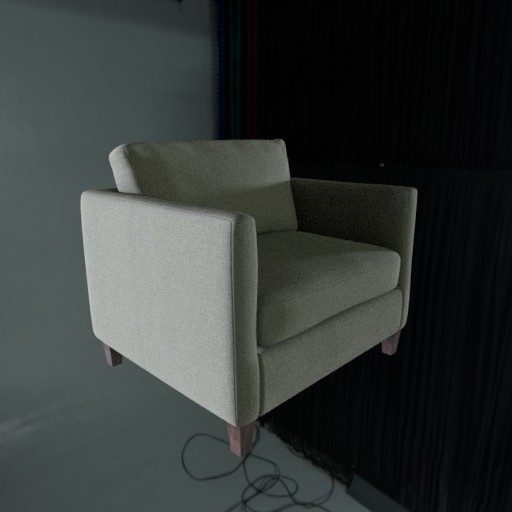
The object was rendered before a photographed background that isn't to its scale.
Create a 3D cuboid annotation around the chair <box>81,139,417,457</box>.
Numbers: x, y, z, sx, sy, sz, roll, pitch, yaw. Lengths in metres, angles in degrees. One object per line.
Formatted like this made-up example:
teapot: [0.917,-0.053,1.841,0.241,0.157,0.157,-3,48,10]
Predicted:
chair: [0.000,0.000,1.888,0.959,0.963,1.107,14,20,43]
